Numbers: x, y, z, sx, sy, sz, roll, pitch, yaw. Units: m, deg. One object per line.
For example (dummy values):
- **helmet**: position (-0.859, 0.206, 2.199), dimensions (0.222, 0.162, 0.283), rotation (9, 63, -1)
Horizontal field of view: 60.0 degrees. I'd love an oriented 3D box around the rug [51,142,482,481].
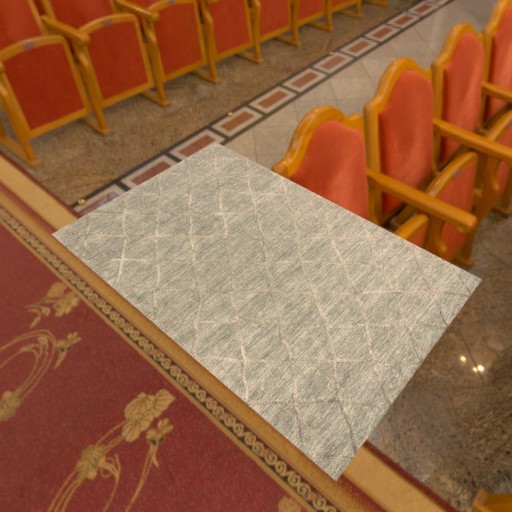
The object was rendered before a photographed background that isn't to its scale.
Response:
- **rug**: position (0.000, 0.000, 2.802), dimensions (2.283, 0.006, 1.521), rotation (33, 54, 28)
